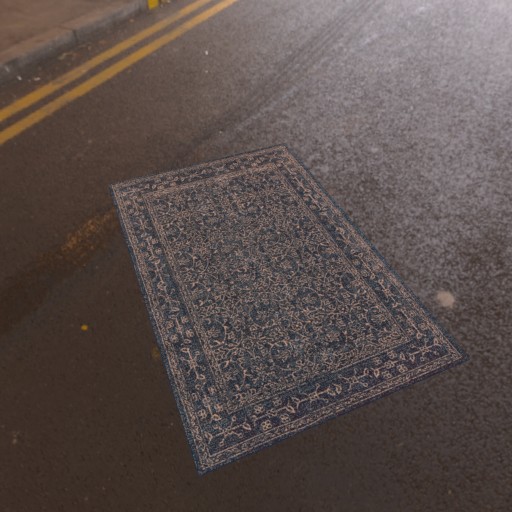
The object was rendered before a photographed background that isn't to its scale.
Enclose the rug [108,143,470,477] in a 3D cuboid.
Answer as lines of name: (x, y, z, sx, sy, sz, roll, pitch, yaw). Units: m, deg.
rug: (0.000, 0.000, 2.292, 1.200, 0.005, 1.819, -17, 49, -16)
